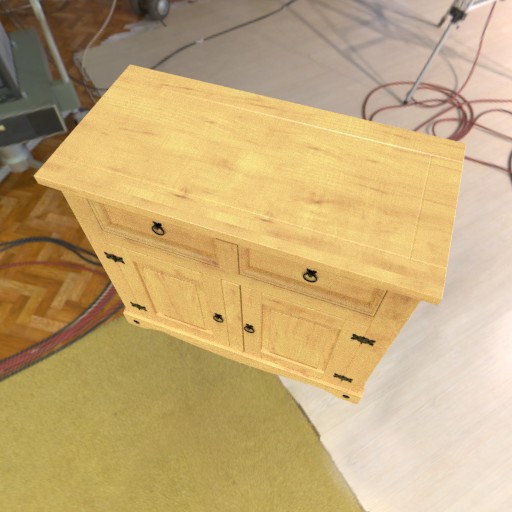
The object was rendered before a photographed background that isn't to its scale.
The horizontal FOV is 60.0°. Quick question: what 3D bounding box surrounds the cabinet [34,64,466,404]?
[{"bbox_3d":[0.000,0.000,1.396,0.920,0.840,0.450,17,59,11],"label":"cabinet"}]
